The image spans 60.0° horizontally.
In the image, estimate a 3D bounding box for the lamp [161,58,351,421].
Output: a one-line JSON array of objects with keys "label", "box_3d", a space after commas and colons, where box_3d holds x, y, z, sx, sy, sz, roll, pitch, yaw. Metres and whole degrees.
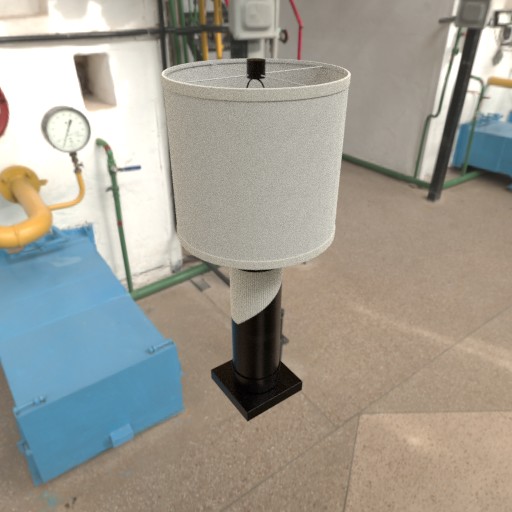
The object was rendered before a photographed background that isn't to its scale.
[{"label": "lamp", "box_3d": [0.000, 0.000, 0.624, 0.211, 0.509, 0.211, -20, 36, -30]}]
